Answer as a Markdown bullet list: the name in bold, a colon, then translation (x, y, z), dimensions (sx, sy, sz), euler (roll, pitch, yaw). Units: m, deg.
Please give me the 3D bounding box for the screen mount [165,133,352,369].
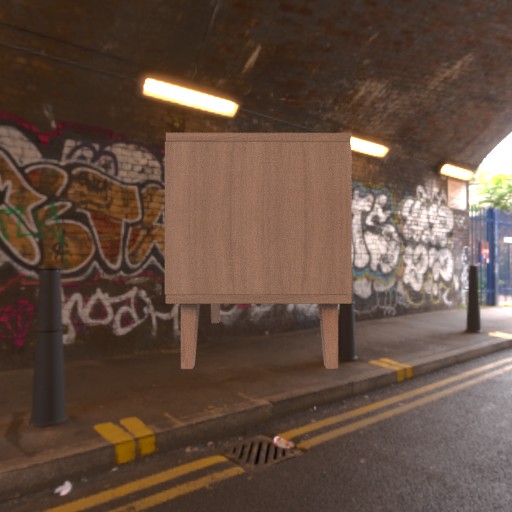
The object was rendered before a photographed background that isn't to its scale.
- **screen mount**: translation (0.000, 0.000, 1.693), dimensions (0.401, 0.509, 1.500), euler (0, -1, 0)
